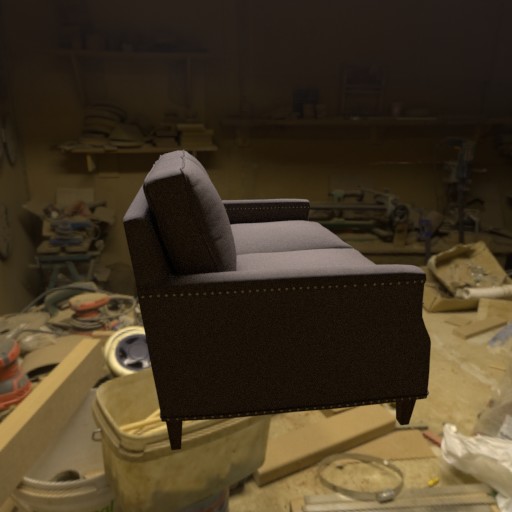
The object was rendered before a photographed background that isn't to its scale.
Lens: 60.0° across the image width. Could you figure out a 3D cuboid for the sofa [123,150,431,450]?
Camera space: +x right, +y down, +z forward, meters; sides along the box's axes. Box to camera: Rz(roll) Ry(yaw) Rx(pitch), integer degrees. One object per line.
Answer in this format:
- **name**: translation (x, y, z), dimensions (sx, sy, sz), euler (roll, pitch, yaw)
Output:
- **sofa**: translation (0.000, 0.000, 2.226), dimensions (1.084, 1.003, 1.597), euler (-3, 17, -9)
